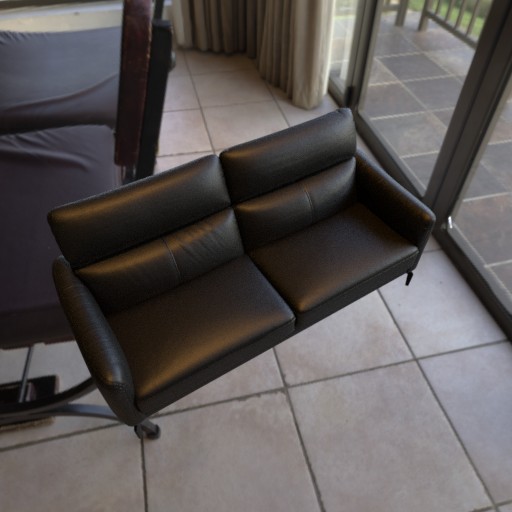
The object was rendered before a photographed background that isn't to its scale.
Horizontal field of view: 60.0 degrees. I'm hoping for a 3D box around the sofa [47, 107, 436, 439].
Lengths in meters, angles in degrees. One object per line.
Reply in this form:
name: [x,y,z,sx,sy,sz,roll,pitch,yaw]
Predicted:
sofa: [0.000,0.000,2.522,2.069,0.957,0.856,-25,52,-21]
